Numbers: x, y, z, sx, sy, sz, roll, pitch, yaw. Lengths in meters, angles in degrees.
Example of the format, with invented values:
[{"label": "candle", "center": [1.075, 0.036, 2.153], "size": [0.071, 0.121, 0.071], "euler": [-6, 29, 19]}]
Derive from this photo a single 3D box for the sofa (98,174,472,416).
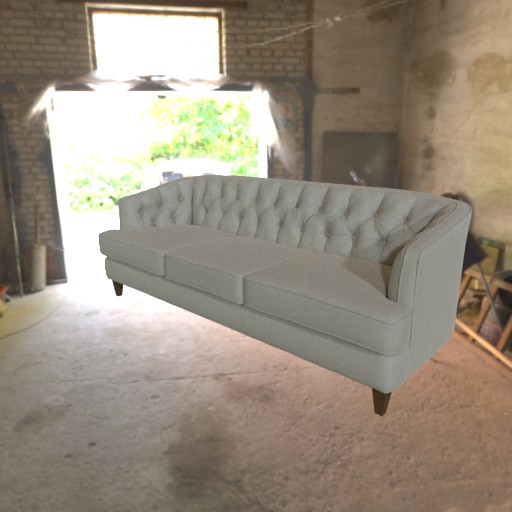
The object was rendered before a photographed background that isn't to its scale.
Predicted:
[{"label": "sofa", "center": [0.000, 0.000, 2.718], "size": [2.278, 0.855, 0.941], "euler": [14, 20, 41]}]
